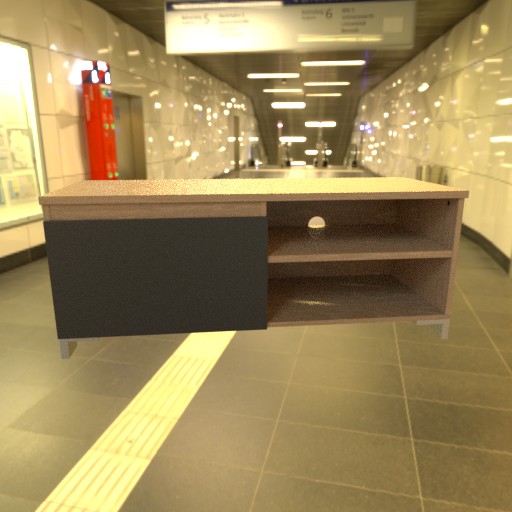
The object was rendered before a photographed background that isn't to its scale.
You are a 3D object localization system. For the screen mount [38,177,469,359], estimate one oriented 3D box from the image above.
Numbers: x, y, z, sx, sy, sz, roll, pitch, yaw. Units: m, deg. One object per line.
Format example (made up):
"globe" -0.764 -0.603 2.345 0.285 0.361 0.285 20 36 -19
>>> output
"screen mount" 0.000 0.000 1.357 1.084 0.432 0.406 -2 15 -6
